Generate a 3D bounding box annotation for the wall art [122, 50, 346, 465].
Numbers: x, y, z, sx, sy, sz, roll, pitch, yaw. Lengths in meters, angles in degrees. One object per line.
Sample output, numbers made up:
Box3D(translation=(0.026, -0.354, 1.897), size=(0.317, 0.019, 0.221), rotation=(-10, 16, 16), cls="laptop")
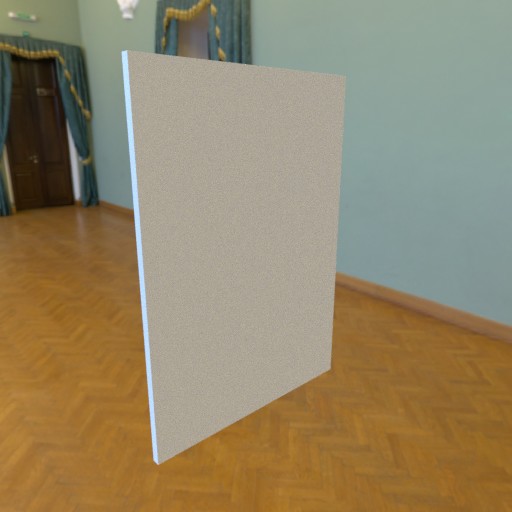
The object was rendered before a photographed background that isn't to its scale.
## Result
Box3D(translation=(0.000, 0.000, 0.673), size=(0.381, 0.533, 0.013), rotation=(-14, 22, -40), cls="wall art")
